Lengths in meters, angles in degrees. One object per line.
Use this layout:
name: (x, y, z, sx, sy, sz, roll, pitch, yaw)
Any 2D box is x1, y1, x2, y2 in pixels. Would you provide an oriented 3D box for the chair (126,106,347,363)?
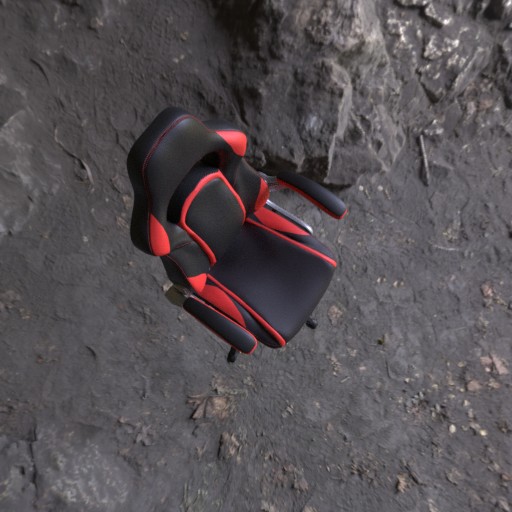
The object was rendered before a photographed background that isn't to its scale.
chair: (0.000, 0.000, 1.667, 0.712, 1.165, 0.758, 33, 77, 9)
